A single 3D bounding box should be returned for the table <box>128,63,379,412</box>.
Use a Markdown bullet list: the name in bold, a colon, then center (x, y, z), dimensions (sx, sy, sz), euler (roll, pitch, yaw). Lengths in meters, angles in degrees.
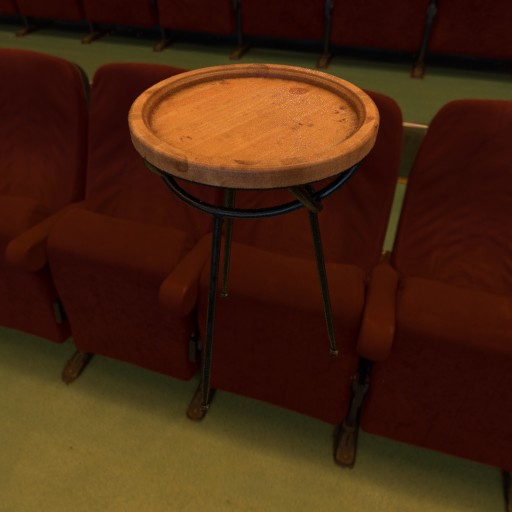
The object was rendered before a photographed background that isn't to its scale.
- **table**: center (0.000, 0.000, 0.952), dimensions (0.418, 0.664, 0.414), euler (12, 43, 13)
